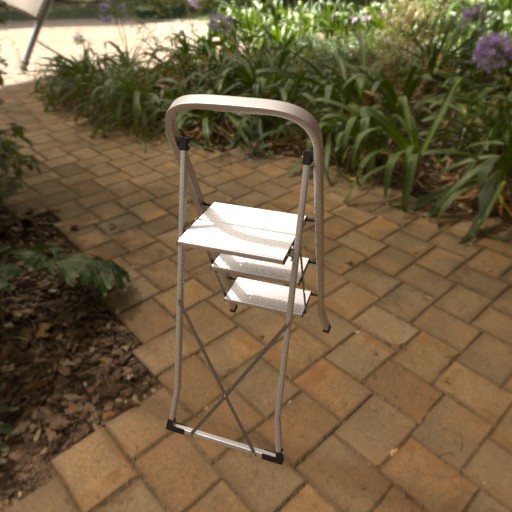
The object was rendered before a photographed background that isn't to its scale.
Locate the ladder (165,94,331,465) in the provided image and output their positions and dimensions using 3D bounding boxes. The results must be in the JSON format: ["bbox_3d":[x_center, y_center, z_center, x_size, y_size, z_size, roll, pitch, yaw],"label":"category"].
[{"bbox_3d":[0.000,0.000,1.454,0.465,1.070,0.704,10,34,16],"label":"ladder"}]
